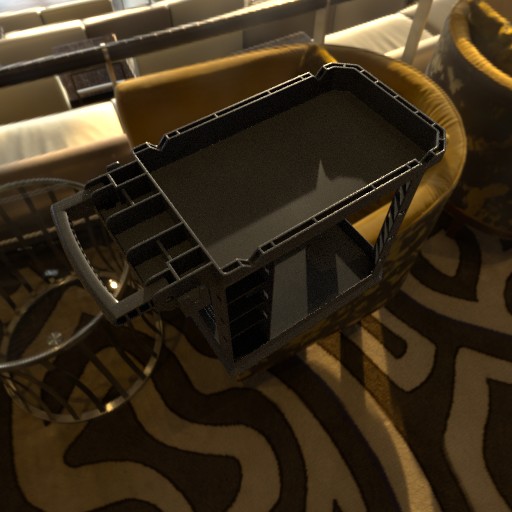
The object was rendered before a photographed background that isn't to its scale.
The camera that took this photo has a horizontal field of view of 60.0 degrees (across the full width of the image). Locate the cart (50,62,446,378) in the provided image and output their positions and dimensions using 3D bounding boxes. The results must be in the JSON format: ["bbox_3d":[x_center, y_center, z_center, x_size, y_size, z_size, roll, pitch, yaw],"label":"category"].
[{"bbox_3d":[0.000,0.000,1.561,1.061,0.884,0.497,-30,61,-18],"label":"cart"}]
